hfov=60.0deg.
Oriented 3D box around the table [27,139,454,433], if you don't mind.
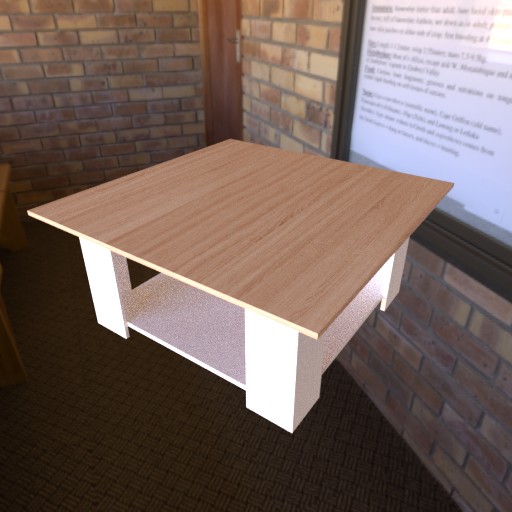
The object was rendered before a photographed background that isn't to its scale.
[{"bbox_3d":[0.000,0.000,1.049,0.670,0.305,0.670,19,35,30],"label":"table"}]
